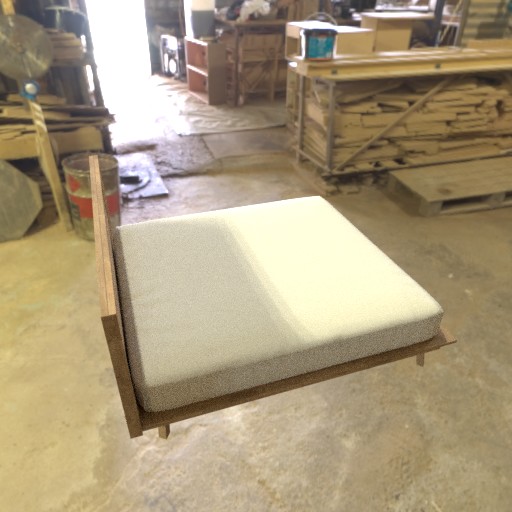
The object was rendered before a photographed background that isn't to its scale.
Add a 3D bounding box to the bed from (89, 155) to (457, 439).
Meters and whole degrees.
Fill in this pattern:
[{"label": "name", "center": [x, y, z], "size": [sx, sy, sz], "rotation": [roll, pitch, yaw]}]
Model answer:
[{"label": "bed", "center": [0.000, 0.000, 3.359], "size": [2.167, 1.100, 2.116], "rotation": [-10, 34, -16]}]
